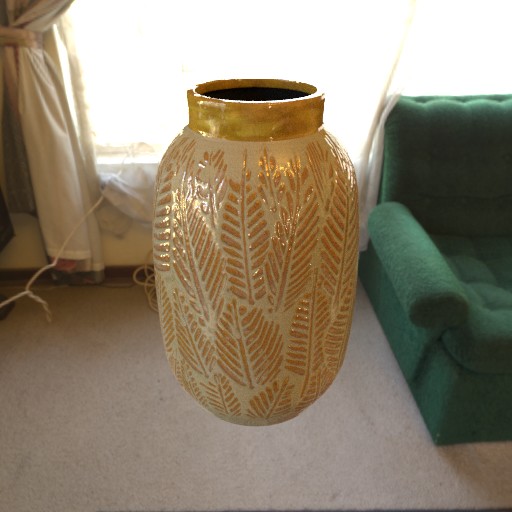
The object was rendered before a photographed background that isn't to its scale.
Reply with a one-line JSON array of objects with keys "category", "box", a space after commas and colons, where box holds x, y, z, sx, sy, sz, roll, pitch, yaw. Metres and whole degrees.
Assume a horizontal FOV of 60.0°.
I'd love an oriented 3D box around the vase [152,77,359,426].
[{"category": "vase", "box": [0.000, 0.000, 0.375, 0.172, 0.270, 0.172, 0, 31, 0]}]
